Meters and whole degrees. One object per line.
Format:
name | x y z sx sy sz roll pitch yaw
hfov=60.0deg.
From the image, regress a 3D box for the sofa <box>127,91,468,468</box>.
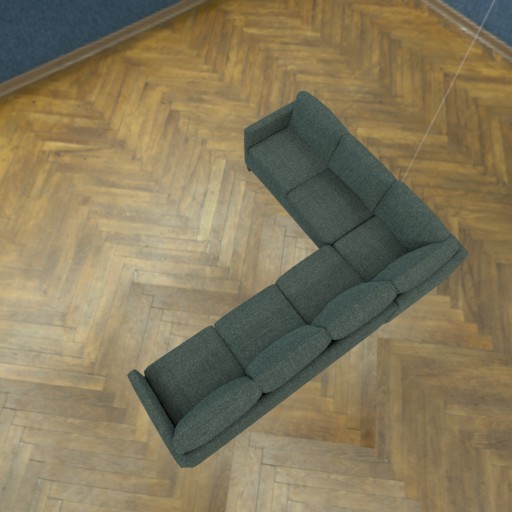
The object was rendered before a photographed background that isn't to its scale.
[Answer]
sofa | 0.000 0.000 4.540 3.302 0.947 2.593 -33 69 -15
